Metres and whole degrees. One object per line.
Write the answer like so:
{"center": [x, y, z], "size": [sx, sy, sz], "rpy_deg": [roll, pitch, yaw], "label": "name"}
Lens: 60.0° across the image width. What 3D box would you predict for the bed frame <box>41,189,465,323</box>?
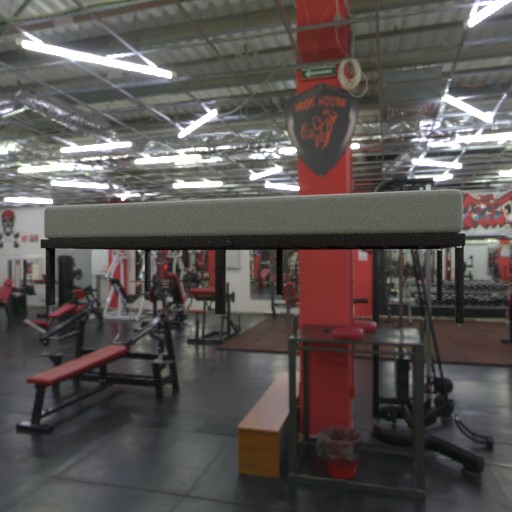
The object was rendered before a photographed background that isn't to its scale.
{"center": [0.000, 0.000, 3.251], "size": [2.635, 0.680, 1.393], "rpy_deg": [0, 0, 18], "label": "bed frame"}
